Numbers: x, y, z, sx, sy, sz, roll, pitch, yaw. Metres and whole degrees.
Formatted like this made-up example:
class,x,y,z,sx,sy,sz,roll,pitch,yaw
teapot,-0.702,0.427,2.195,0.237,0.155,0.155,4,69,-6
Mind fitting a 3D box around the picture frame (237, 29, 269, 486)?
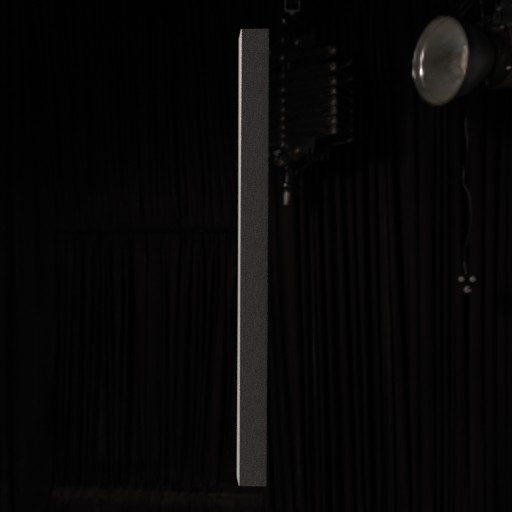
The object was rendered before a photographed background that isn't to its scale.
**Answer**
class,x,y,z,sx,sy,sz,roll,pitch,yaw
picture frame,0.000,0.000,0.530,0.027,0.378,0.327,0,1,1
